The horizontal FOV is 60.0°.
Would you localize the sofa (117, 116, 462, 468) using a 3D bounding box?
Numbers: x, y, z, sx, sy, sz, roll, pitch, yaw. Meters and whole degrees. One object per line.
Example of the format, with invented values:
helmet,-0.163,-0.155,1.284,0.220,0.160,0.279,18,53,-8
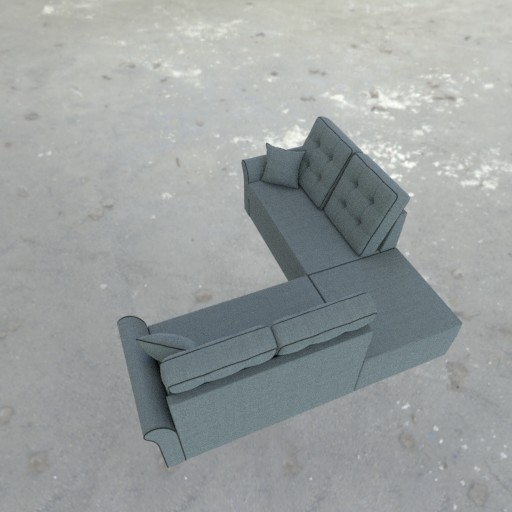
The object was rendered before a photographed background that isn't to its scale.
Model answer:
sofa,0.000,0.000,3.224,2.070,0.988,2.068,-16,49,-15
